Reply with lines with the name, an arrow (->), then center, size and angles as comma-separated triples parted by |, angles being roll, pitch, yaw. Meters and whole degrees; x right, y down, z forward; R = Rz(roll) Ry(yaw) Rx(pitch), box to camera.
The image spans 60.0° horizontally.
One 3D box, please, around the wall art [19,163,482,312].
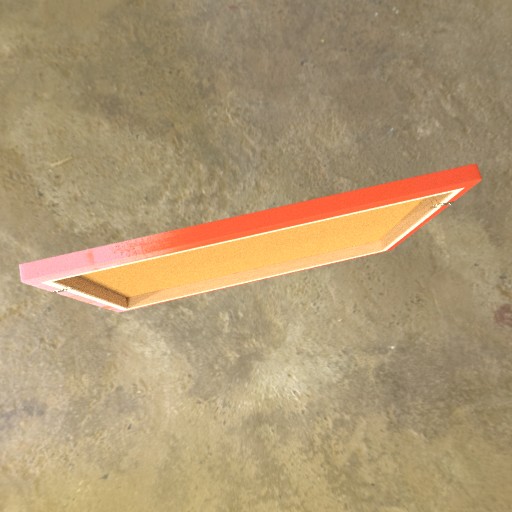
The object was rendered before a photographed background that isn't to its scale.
wall art -> 0.000, 0.000, 1.151 | 0.913, 0.609, 0.040 | -13, 78, -3
